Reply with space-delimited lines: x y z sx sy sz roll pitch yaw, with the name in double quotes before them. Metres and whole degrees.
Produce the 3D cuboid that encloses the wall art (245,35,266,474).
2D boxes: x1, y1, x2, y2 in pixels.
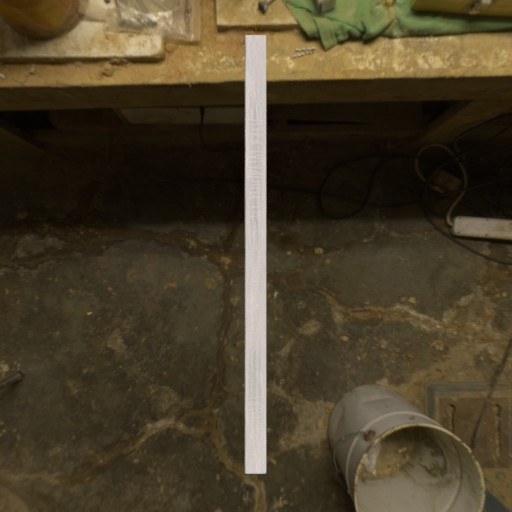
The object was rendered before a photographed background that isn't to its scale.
"wall art" 0.000 0.000 0.457 0.015 0.303 0.303 0 89 0
